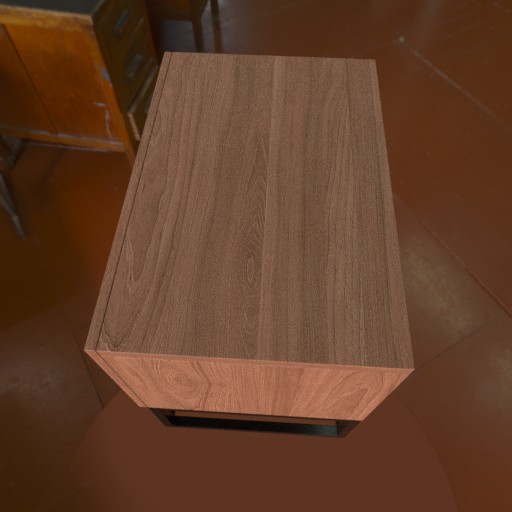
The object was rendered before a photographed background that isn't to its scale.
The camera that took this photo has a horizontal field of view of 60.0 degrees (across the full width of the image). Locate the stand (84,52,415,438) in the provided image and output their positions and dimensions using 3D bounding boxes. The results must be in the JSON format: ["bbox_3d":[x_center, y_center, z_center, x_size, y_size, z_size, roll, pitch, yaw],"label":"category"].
[{"bbox_3d":[0.000,0.000,0.910,0.420,0.500,0.600,3,59,2],"label":"stand"}]
